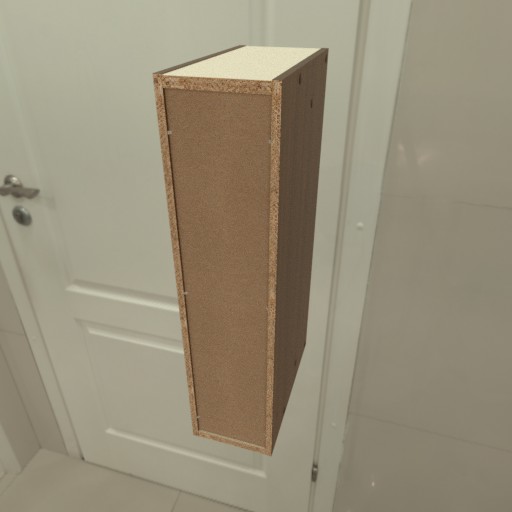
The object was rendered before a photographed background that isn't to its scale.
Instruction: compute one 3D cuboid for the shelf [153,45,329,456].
[{"bbox_3d":[0.000,0.000,0.731,0.147,0.600,0.290,9,32,15],"label":"shelf"}]
